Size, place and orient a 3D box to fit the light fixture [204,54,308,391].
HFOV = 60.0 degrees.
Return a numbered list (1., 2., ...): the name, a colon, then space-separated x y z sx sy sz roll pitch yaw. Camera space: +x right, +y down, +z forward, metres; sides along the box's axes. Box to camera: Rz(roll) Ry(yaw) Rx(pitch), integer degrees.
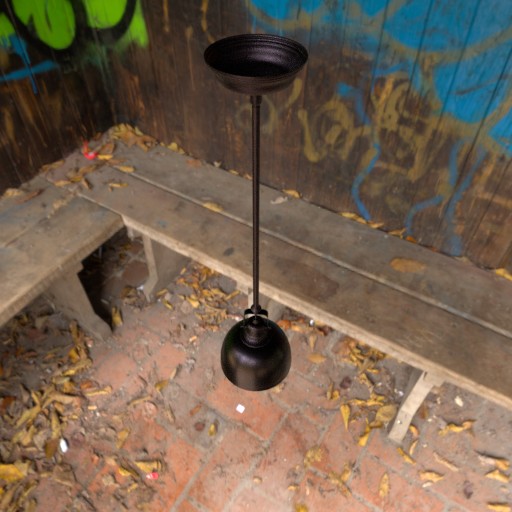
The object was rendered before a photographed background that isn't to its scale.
1. light fixture: 0.000 0.000 0.857 0.182 0.768 0.182 3 47 2
